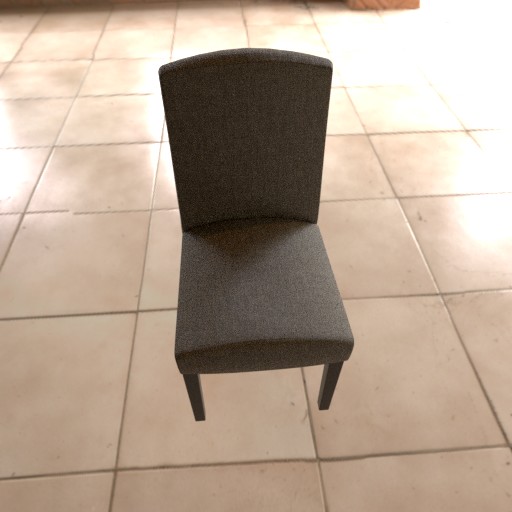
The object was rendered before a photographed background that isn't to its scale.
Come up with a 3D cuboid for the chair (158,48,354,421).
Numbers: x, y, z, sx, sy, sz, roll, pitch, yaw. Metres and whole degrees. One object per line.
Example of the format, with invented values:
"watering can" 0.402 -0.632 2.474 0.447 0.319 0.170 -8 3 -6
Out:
"chair" 0.000 0.000 1.238 0.451 0.917 0.580 -4 46 -4
